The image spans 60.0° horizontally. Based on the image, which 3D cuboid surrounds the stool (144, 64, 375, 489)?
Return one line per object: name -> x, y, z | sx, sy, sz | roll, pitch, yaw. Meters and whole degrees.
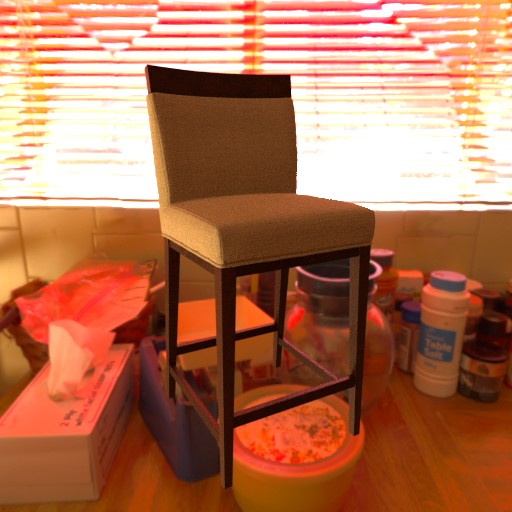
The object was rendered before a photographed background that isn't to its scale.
stool -> 0.000, 0.000, 1.244 | 0.463, 1.011, 0.480 | -9, 18, -28
